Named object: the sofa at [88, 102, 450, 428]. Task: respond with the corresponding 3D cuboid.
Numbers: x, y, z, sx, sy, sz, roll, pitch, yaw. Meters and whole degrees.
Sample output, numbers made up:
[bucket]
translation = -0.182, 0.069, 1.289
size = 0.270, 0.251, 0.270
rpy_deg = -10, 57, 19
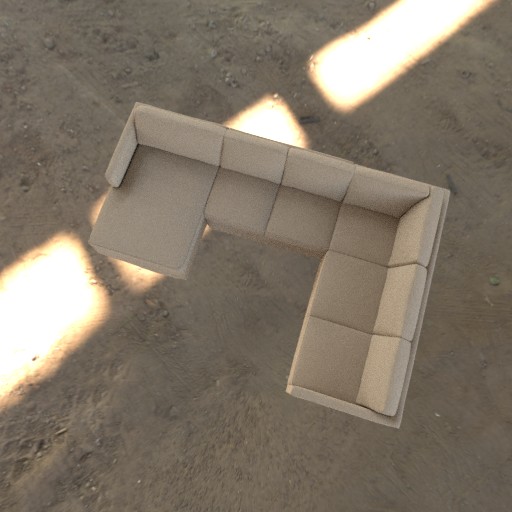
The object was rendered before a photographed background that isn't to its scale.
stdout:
[sofa]
translation = 0.000, 0.000, 4.637
size = 3.528, 0.878, 2.476
rpy_deg = 17, 76, 4
